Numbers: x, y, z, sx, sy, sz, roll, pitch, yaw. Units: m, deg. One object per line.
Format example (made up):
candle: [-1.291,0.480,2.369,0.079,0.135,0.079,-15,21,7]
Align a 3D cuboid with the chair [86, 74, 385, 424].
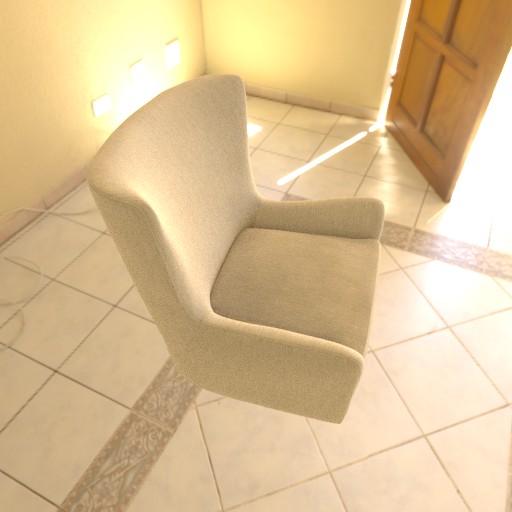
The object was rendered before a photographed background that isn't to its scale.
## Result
chair: [0.000,0.000,1.631,0.904,1.000,0.779,12,47,11]
